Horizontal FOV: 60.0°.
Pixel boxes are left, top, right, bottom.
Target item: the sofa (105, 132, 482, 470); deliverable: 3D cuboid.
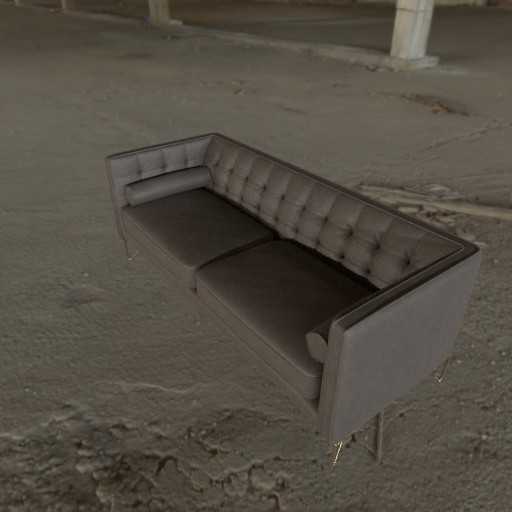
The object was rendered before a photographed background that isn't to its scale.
[{"bbox_3d":[0.000,0.000,2.501,0.867,0.789,2.087,-22,38,-31],"label":"sofa"}]
